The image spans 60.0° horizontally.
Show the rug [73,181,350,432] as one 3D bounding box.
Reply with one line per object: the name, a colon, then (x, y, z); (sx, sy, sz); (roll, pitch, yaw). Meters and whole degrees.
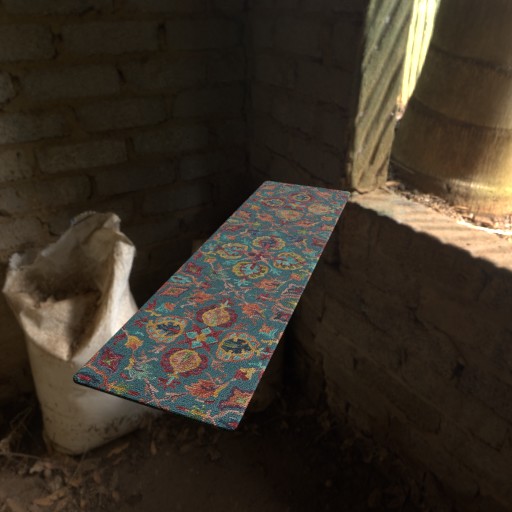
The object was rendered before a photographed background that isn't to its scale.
rug: (0.000, 0.000, 2.528); (0.686, 0.013, 2.286); (11, 32, 17)
